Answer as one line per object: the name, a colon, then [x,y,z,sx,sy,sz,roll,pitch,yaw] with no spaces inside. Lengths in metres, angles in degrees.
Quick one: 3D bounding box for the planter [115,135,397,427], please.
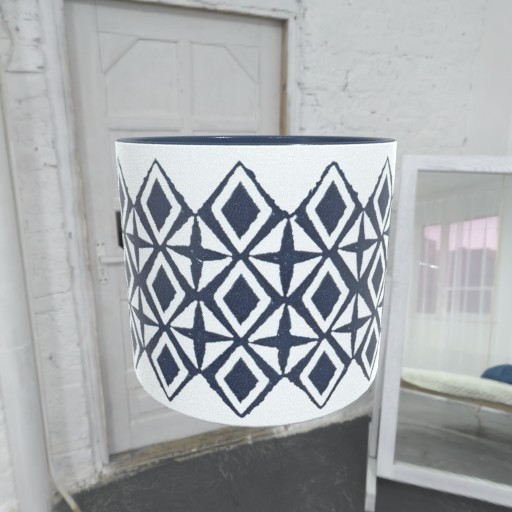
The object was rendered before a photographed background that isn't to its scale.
planter: [0.000,0.000,0.320,0.182,0.165,0.182,0,16,0]
